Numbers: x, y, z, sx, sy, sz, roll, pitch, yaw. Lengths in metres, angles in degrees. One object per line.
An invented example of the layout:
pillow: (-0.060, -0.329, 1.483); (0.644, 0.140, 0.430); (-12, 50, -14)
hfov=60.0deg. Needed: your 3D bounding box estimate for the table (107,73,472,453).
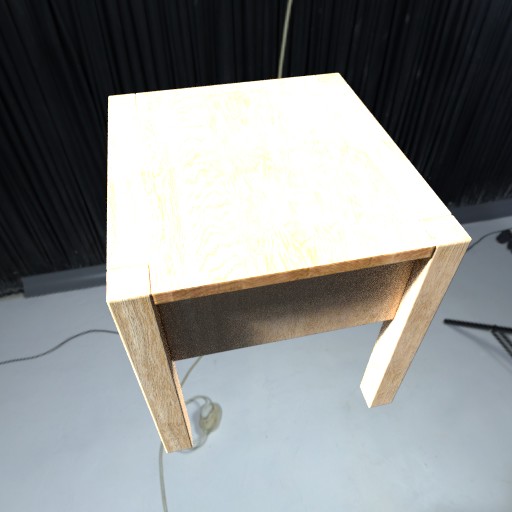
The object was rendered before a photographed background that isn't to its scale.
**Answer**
table: (0.000, 0.000, 0.836); (0.440, 0.450, 0.480); (-9, 47, -9)
